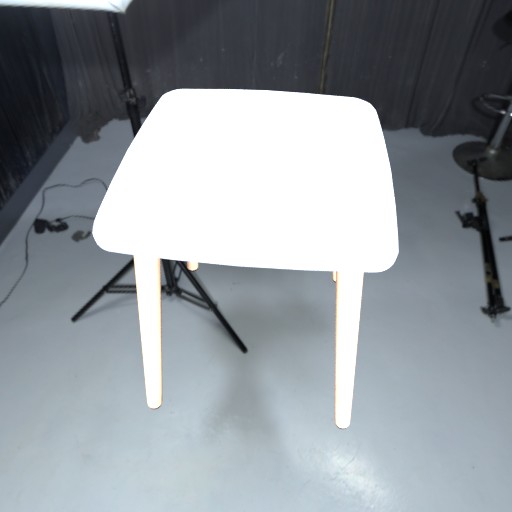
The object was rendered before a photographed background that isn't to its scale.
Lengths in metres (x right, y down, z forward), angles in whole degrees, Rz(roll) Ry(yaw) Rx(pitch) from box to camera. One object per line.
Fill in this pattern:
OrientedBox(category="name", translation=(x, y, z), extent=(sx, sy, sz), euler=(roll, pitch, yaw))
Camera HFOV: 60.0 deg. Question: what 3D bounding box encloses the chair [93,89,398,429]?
OrientedBox(category="chair", translation=(0.000, 0.000, 0.711), extent=(0.350, 0.440, 0.350), euler=(4, 46, 4))
